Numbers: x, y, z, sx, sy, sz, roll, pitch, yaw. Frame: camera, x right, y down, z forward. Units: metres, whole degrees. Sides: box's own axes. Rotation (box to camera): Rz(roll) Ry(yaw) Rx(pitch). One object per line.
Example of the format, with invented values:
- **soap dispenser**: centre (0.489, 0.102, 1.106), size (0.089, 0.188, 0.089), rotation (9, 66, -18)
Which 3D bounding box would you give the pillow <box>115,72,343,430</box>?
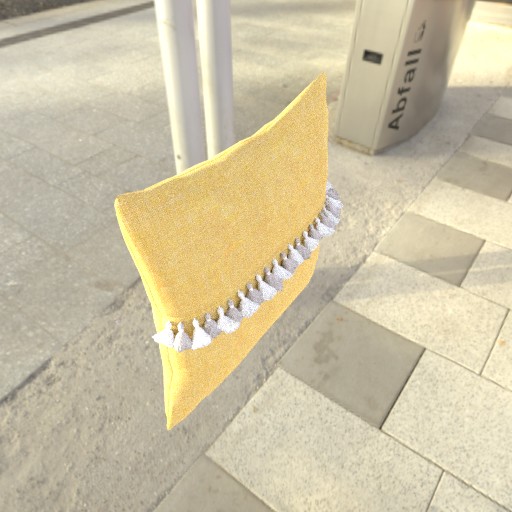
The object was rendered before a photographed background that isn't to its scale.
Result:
- **pillow**: centre (0.000, 0.000, 0.754), size (0.167, 0.481, 0.485), rotation (25, 47, 25)
